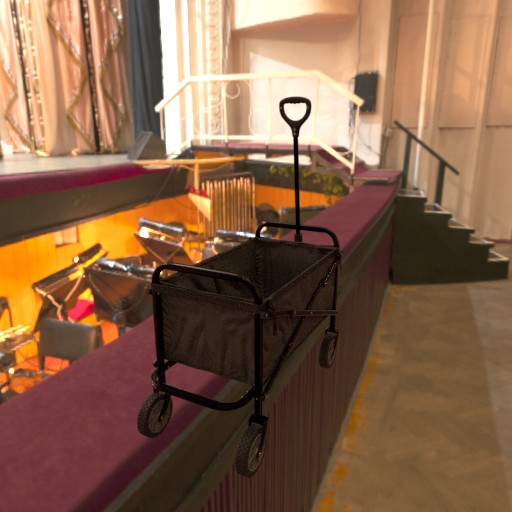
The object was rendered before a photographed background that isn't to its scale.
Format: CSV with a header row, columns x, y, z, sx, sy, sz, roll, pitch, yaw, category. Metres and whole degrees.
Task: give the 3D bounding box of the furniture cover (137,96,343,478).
x,y,z,sx,sy,sz,roll,pitch,yaw,category
0.000,0.000,1.848,0.532,1.295,1.038,8,18,27,furniture cover
